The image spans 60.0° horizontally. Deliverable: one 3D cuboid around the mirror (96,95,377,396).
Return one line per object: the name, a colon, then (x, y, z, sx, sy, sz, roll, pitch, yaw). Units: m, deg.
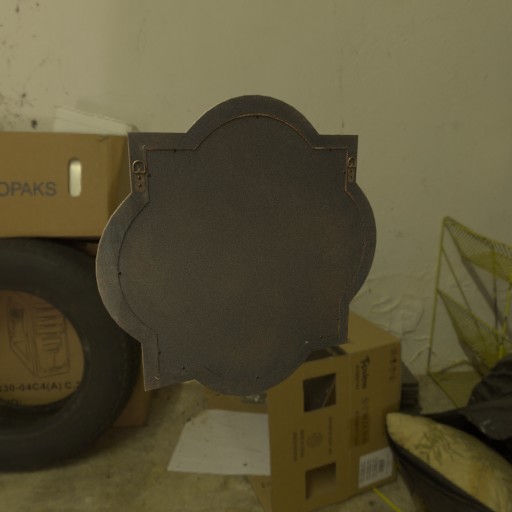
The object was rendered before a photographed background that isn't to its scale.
mirror: (0.000, 0.000, 1.026, 0.686, 0.686, 0.019, -7, 16, -25)
